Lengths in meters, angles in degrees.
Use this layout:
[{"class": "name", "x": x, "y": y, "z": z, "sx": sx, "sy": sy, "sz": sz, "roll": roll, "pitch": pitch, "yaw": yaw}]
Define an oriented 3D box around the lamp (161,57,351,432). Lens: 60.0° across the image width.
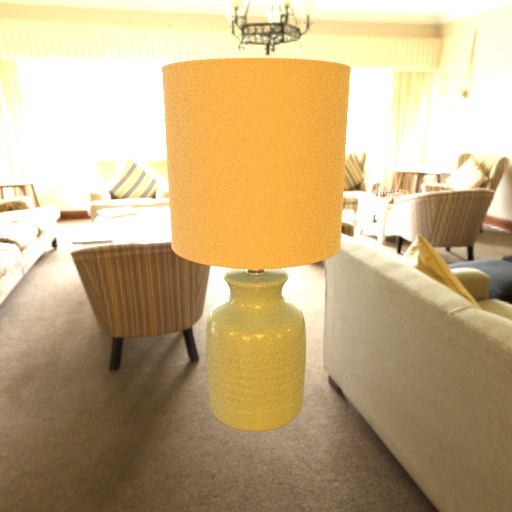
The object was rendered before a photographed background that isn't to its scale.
[{"class": "lamp", "x": 0.000, "y": 0.000, "z": 1.120, "sx": 0.418, "sy": 0.871, "sz": 0.418, "roll": 9, "pitch": 19, "yaw": 26}]
